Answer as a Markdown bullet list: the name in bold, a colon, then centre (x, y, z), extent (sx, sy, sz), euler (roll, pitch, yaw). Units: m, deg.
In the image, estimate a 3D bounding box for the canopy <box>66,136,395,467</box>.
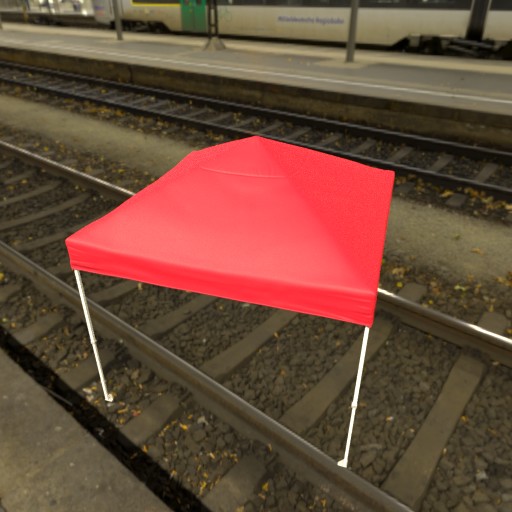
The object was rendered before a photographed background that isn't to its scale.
- **canopy**: centre (0.000, 0.000, 5.531), extent (2.998, 2.997, 2.996), euler (9, 32, 15)
